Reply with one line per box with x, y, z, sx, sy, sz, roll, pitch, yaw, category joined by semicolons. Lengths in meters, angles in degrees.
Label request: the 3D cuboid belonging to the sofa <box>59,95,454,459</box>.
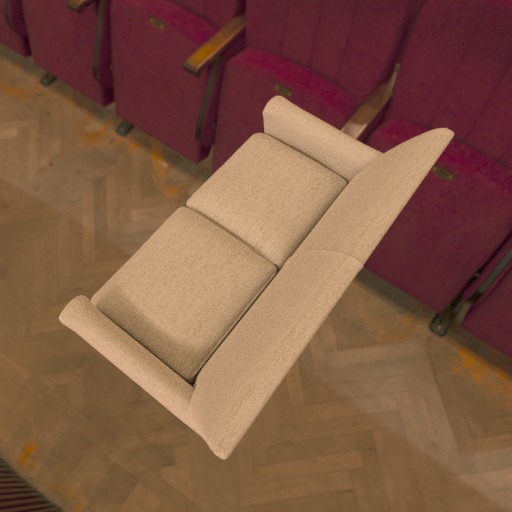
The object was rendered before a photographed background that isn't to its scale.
0.000;0.000;1.999;0.891;0.892;1.482;34;68;16;sofa
